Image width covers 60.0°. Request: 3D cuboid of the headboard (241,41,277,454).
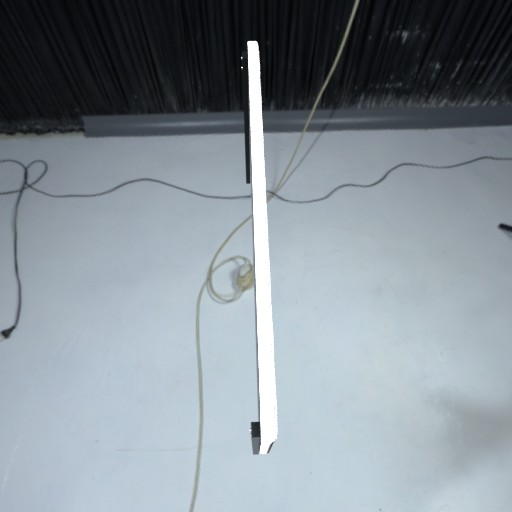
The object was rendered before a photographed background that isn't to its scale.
[{"bbox_3d":[0.000,0.000,2.904,0.120,1.410,2.362,-2,63,-1],"label":"headboard"}]
